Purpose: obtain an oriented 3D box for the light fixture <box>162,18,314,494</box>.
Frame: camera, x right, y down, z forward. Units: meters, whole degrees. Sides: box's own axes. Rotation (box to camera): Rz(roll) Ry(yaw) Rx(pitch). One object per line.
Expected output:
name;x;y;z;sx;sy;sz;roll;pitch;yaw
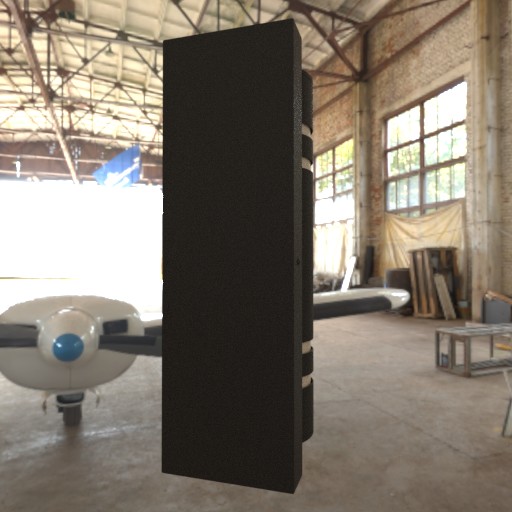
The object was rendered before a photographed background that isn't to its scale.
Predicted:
light fixture;0.000;0.000;0.394;0.105;0.330;0.149;0;-1;18
